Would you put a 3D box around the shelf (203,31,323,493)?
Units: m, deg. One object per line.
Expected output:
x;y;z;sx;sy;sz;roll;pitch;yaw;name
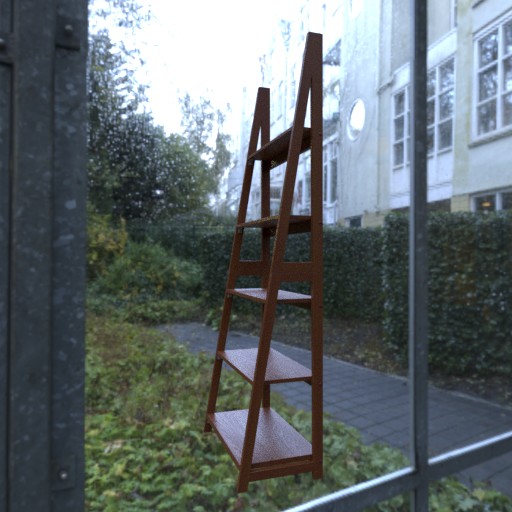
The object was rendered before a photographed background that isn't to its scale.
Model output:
0.000;0.000;2.014;0.356;1.780;0.630;0;0;-19;shelf
